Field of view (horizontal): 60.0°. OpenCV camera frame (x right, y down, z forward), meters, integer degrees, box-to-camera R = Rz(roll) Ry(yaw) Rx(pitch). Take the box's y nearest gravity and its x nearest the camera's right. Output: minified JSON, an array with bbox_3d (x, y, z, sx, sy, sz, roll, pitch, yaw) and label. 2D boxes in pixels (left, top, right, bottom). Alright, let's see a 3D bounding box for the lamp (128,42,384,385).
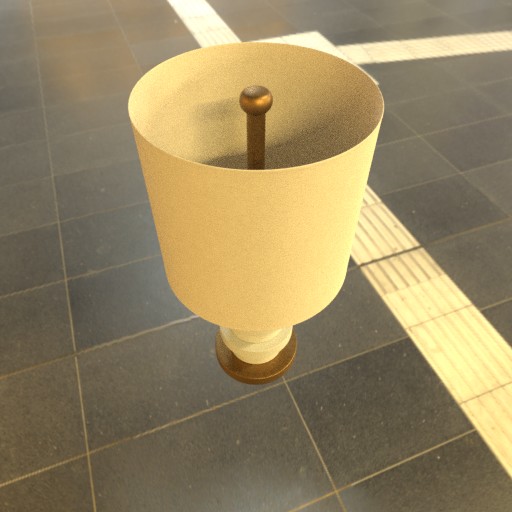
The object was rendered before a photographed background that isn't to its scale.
[{"bbox_3d":[0.000,0.000,0.517,0.210,0.410,0.210,-32,55,-26],"label":"lamp"}]
